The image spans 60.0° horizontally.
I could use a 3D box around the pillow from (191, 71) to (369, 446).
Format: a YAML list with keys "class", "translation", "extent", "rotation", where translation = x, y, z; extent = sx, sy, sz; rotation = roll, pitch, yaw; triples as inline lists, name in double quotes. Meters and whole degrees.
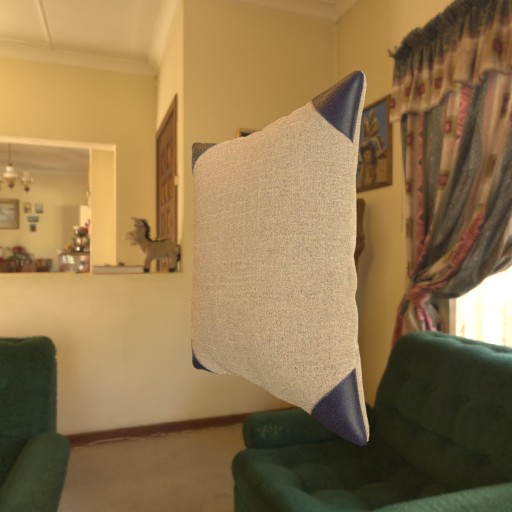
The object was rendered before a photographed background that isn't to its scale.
- class: "pillow"
  translation: [0.000, 0.000, 0.691]
  extent: [0.147, 0.441, 0.440]
  rotation: [0, 0, -35]
